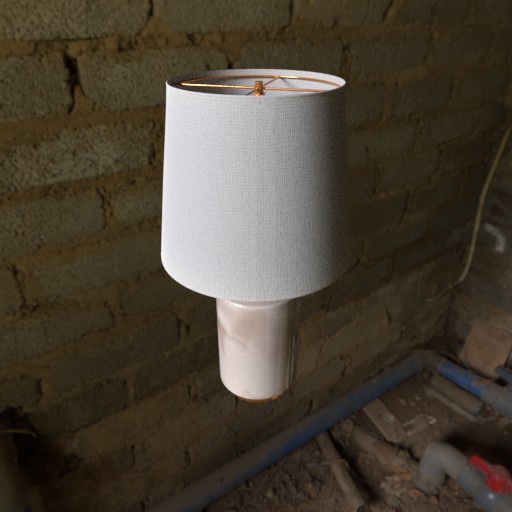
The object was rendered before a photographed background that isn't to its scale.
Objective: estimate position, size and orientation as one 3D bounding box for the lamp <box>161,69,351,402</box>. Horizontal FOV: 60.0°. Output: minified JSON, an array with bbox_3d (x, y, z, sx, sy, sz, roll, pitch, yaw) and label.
[{"bbox_3d":[0.000,0.000,0.456,0.189,0.340,0.189,0,29,0],"label":"lamp"}]
